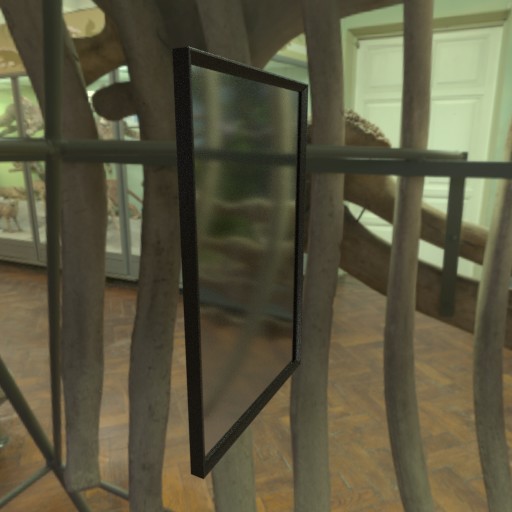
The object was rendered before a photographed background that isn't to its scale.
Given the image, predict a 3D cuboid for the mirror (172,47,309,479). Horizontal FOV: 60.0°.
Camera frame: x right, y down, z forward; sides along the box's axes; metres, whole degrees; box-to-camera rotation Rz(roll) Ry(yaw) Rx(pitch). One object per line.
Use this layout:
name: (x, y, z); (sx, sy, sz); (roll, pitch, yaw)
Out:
mirror: (0.000, 0.000, 1.174); (0.041, 0.915, 0.609); (7, 16, 26)
